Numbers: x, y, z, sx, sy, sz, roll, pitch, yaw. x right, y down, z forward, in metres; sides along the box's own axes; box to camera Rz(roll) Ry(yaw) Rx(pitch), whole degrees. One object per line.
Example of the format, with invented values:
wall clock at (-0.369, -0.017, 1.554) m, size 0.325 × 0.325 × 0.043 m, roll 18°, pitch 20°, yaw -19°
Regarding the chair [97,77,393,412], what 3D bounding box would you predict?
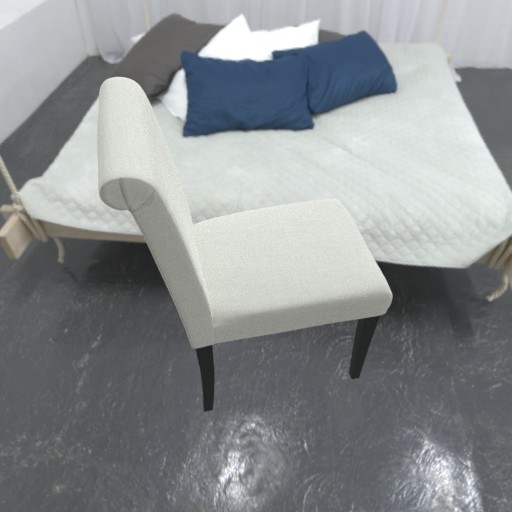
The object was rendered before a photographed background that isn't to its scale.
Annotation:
chair at (0.000, 0.000, 1.341) m, size 0.708 × 0.976 × 0.452 m, roll -10°, pitch 46°, yaw -10°
